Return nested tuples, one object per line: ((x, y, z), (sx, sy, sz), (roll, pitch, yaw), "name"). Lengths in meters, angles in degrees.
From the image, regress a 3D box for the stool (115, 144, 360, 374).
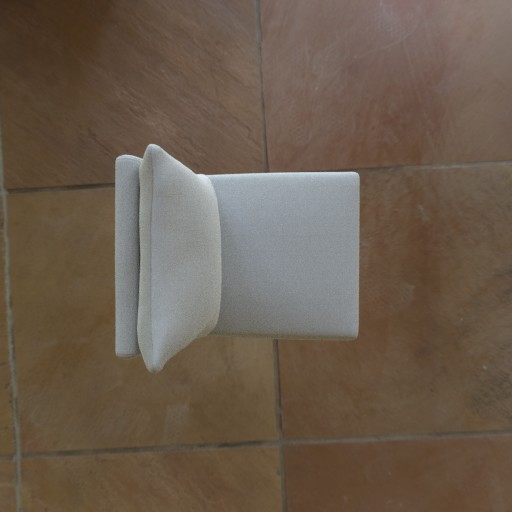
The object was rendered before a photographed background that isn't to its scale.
((0.000, 0.000, 1.355), (0.572, 1.032, 0.463), (0, 90, 1), "stool")
